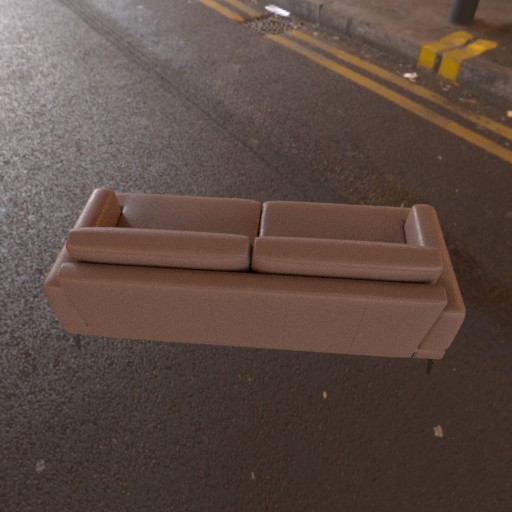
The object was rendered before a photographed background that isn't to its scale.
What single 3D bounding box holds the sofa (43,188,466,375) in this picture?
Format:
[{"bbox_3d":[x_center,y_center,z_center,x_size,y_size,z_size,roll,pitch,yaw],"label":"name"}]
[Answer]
[{"bbox_3d":[0.000,0.000,2.366,1.940,0.765,0.974,3,46,3],"label":"sofa"}]
